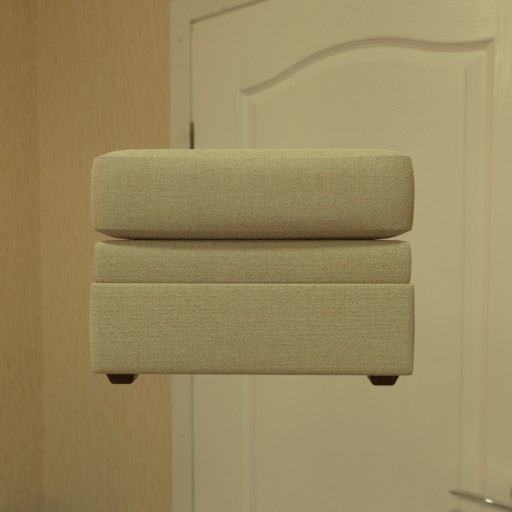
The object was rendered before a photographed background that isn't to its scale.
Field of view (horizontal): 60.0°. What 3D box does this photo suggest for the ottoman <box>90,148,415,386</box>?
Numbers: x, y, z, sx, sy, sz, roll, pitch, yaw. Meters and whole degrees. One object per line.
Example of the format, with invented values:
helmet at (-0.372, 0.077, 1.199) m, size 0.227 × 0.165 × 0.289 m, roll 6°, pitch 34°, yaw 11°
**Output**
ottoman at (0.000, 0.000, 1.247) m, size 0.637 × 0.478 × 0.885 m, roll 0°, pitch 2°, yaw 1°
